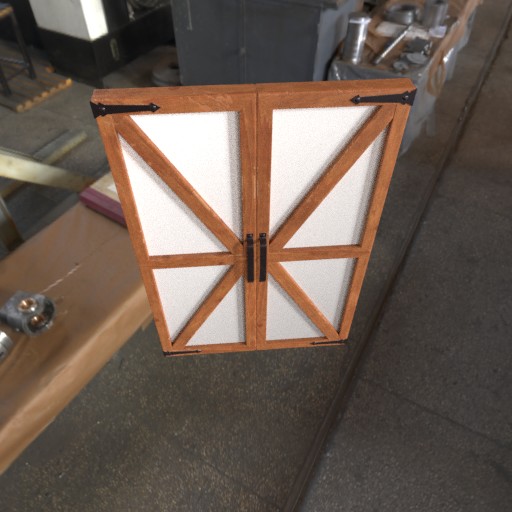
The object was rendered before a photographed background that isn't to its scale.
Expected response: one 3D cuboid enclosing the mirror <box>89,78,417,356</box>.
[{"bbox_3d":[0.000,0.000,0.977,0.517,0.761,0.053,-3,47,-3],"label":"mirror"}]
